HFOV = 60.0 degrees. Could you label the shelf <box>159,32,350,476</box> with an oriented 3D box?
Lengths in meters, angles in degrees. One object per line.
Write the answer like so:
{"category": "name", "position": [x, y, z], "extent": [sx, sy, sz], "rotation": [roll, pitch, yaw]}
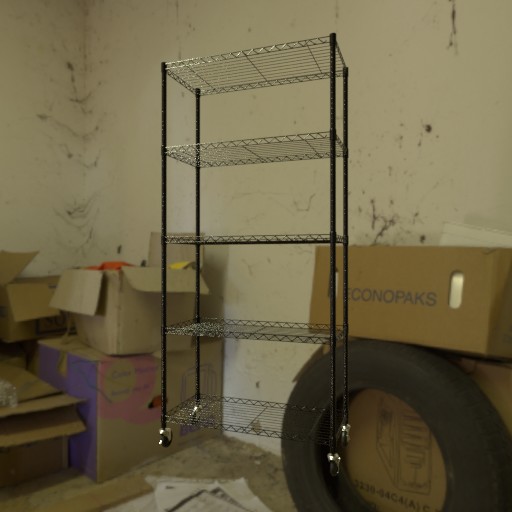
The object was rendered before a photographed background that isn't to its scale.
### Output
{"category": "shelf", "position": [0.000, 0.000, 1.912], "extent": [0.762, 1.645, 0.356], "rotation": [0, 0, 20]}
